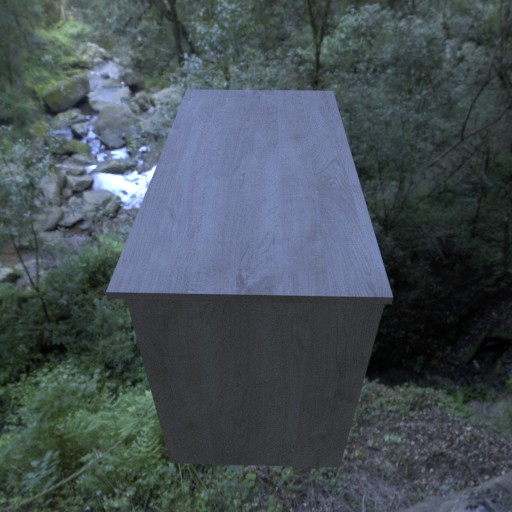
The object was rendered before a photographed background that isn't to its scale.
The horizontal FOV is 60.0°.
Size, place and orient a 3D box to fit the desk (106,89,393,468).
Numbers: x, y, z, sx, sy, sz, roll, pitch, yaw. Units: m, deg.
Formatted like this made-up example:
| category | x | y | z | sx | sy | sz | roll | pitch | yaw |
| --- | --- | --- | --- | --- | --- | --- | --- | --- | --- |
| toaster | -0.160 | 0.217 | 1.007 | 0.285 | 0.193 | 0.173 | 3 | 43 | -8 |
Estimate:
| category | x | y | z | sx | sy | sz | roll | pitch | yaw |
| --- | --- | --- | --- | --- | --- | --- | --- | --- | --- |
| desk | 0.000 | 0.000 | 1.517 | 0.560 | 0.735 | 1.097 | 1 | 40 | 1 |
